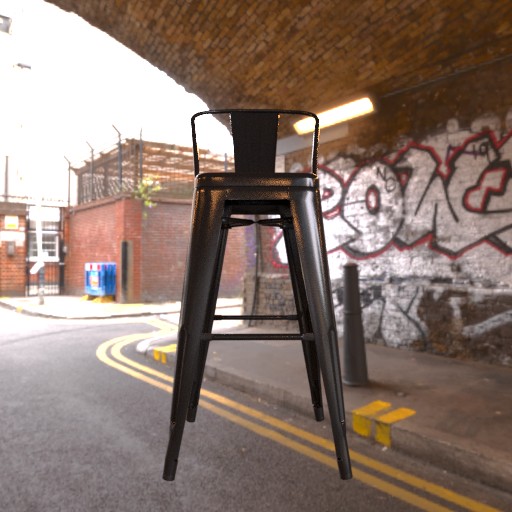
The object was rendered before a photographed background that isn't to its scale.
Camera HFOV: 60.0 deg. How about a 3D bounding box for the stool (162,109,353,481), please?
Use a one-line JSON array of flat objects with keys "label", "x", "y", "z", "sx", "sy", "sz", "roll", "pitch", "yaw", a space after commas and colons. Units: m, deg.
[{"label": "stool", "x": 0.000, "y": 0.000, "z": 1.260, "sx": 0.432, "sy": 1.022, "sz": 0.528, "roll": 0, "pitch": -1, "yaw": -1}]
